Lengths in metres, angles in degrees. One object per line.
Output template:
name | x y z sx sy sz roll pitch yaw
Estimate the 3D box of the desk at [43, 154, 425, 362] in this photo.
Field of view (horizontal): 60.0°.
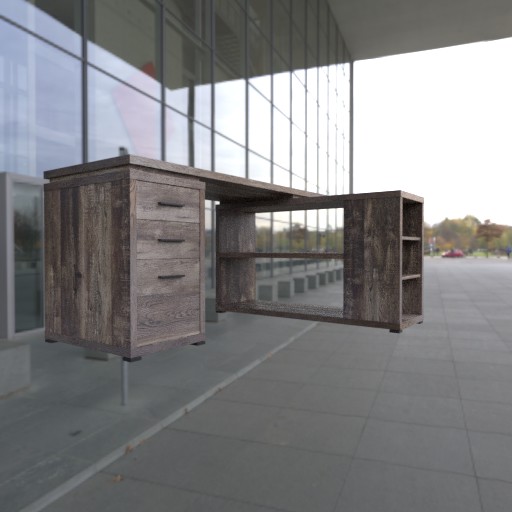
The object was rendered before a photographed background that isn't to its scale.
desk | 0.000 0.000 2.212 1.200 0.753 1.524 1 1 37
